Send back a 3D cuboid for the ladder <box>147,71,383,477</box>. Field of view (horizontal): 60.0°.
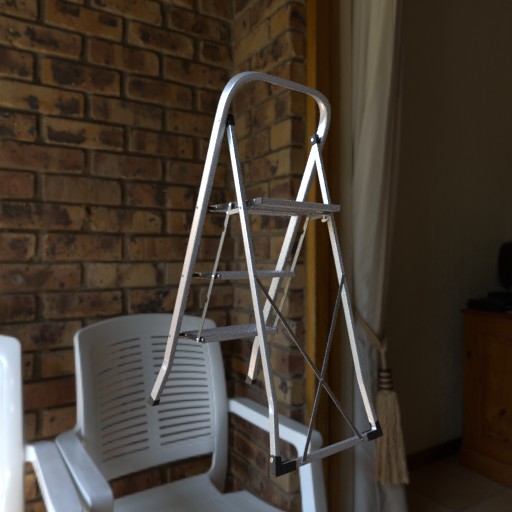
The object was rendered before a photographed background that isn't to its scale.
[{"bbox_3d":[0.000,0.000,1.463,0.465,1.070,0.704,0,0,-37],"label":"ladder"}]
